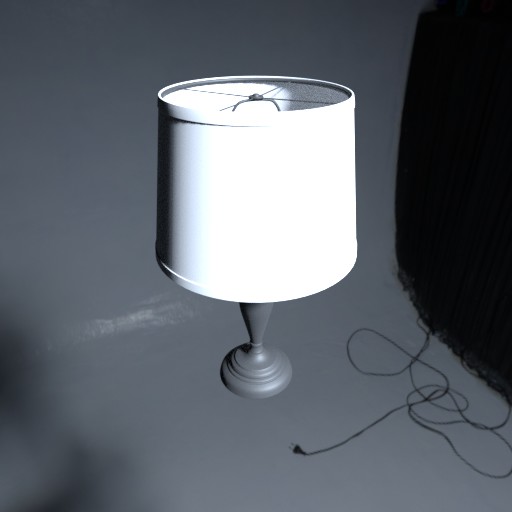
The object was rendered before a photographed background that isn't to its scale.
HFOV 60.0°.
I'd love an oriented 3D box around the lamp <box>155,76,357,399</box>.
[{"bbox_3d":[0.000,0.000,0.707,0.310,0.501,0.310,0,30,0],"label":"lamp"}]
